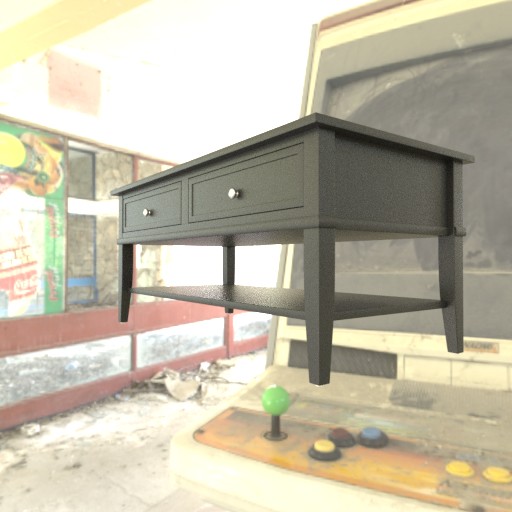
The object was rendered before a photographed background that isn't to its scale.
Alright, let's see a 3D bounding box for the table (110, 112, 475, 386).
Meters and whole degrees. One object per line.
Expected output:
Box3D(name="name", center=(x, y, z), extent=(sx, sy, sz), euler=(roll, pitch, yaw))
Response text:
Box3D(name="table", center=(0.000, 0.000, 1.315), extent=(0.523, 0.470, 1.044), euler=(0, -1, -36))
